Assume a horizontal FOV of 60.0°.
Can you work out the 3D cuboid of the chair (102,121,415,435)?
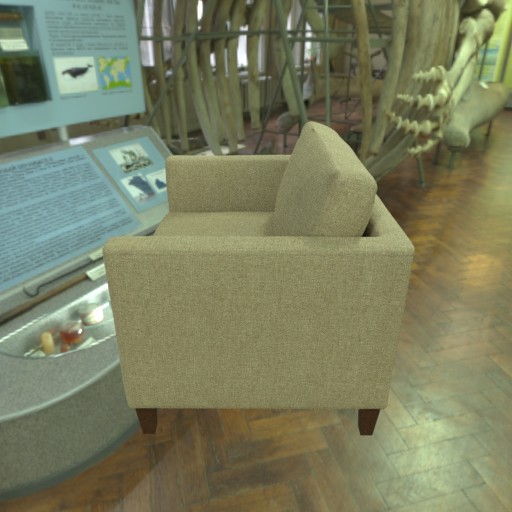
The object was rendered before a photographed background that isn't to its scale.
[{"bbox_3d":[0.000,0.000,1.886,0.959,0.987,1.107,0,27,0],"label":"chair"}]
